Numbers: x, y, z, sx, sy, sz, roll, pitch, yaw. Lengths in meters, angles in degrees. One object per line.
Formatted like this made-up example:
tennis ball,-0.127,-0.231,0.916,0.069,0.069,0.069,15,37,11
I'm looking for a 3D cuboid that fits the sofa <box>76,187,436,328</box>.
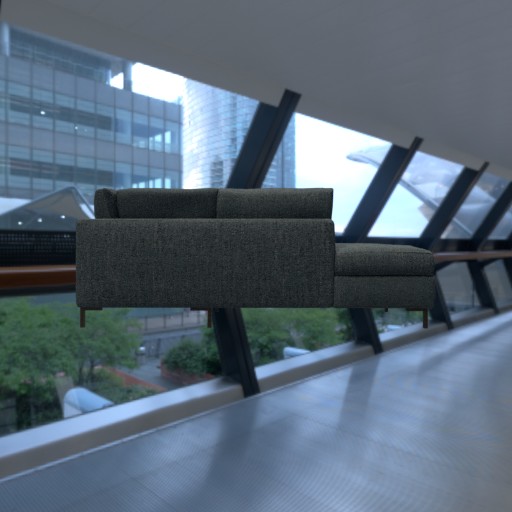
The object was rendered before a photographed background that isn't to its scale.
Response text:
sofa,0.000,0.000,3.630,1.879,0.753,2.737,0,0,0
